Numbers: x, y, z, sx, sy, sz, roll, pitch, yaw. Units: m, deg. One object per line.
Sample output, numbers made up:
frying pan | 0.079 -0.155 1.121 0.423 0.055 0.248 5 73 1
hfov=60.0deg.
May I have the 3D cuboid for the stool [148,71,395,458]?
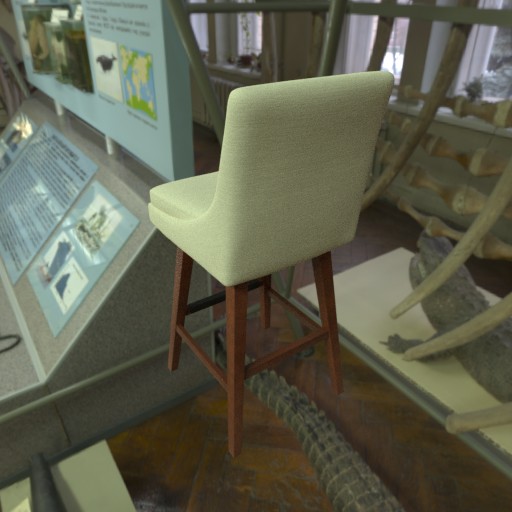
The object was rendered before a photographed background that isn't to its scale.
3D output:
stool | 0.000 0.000 1.371 0.470 1.097 0.559 -19 35 -30
